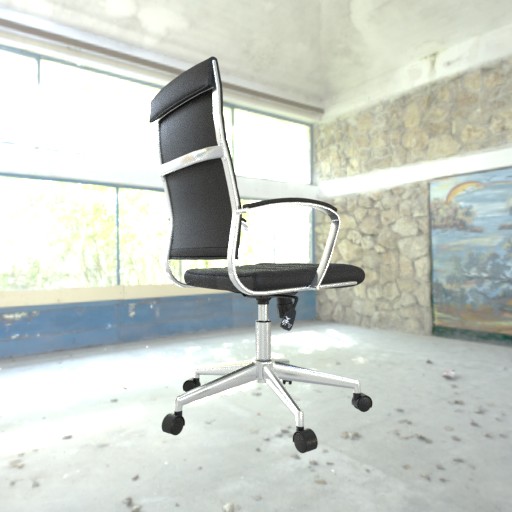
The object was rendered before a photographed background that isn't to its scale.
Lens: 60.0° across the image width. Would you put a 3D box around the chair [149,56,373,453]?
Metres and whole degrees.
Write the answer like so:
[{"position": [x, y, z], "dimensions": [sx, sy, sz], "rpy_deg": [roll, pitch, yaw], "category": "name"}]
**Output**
[{"position": [0.000, 0.000, 1.632], "dimensions": [0.739, 1.149, 0.766], "rpy_deg": [0, -1, -36], "category": "chair"}]
